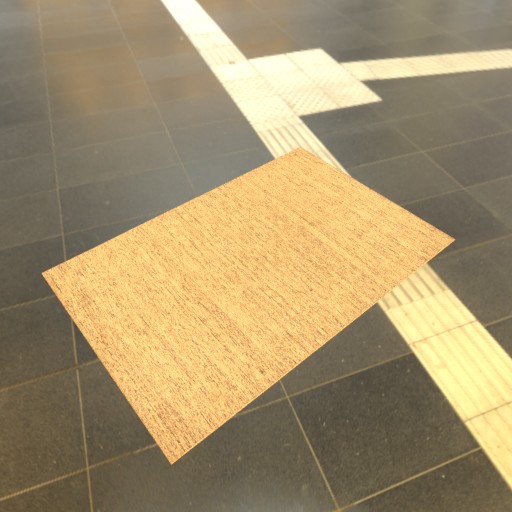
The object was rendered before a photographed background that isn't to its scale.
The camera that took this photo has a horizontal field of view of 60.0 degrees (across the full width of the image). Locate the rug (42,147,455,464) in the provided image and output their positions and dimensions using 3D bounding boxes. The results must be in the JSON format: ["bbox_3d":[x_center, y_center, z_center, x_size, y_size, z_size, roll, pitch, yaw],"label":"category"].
[{"bbox_3d":[0.000,0.000,2.358,1.840,0.013,1.225,-31,53,-27],"label":"rug"}]
